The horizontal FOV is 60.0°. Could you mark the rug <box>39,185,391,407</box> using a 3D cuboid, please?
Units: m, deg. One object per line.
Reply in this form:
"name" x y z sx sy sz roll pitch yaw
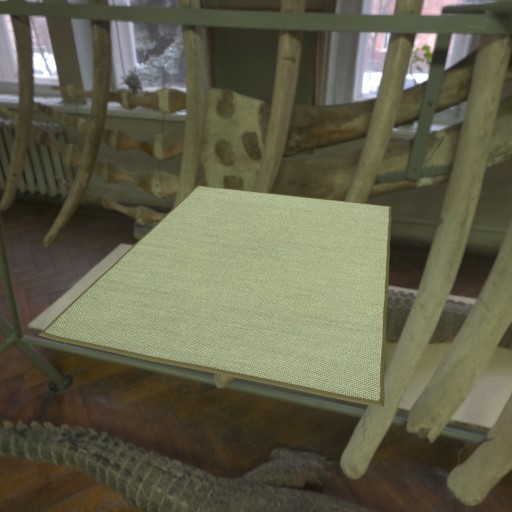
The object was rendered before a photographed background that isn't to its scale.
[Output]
"rug" 0.000 0.000 4.144 2.413 0.020 3.041 8 31 13
